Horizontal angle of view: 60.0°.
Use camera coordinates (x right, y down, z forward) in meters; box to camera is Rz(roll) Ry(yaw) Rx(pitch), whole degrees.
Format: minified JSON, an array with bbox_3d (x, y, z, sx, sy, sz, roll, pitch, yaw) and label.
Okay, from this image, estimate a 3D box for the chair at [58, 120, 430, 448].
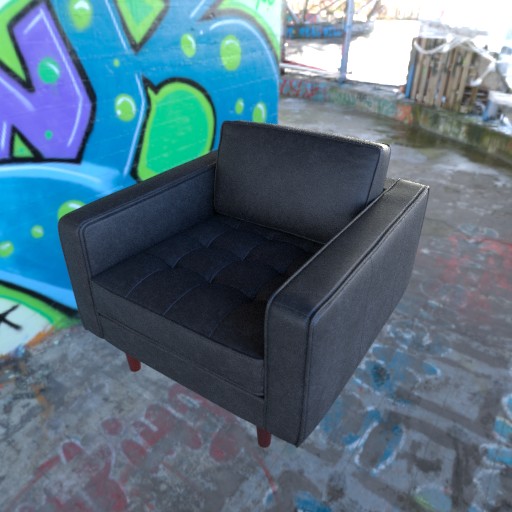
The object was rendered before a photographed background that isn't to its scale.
[{"bbox_3d":[0.000,0.000,1.534,0.889,0.763,0.914,19,36,28],"label":"chair"}]
